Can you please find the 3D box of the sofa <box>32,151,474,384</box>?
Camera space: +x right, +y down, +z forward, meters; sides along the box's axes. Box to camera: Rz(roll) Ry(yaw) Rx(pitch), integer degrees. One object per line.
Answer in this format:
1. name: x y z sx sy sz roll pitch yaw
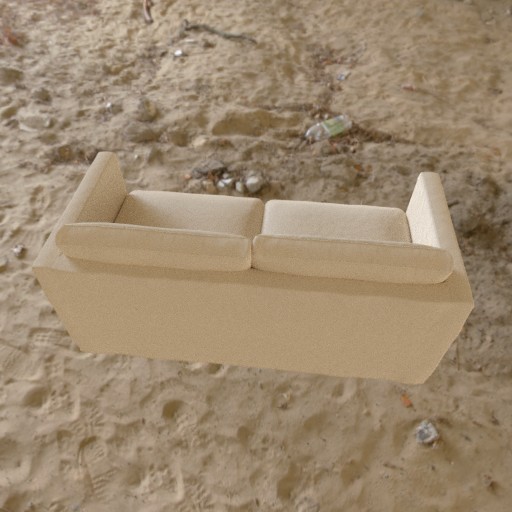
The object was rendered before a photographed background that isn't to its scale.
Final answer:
1. sofa: 0.000 0.000 2.452 1.987 0.870 0.940 4 48 4
